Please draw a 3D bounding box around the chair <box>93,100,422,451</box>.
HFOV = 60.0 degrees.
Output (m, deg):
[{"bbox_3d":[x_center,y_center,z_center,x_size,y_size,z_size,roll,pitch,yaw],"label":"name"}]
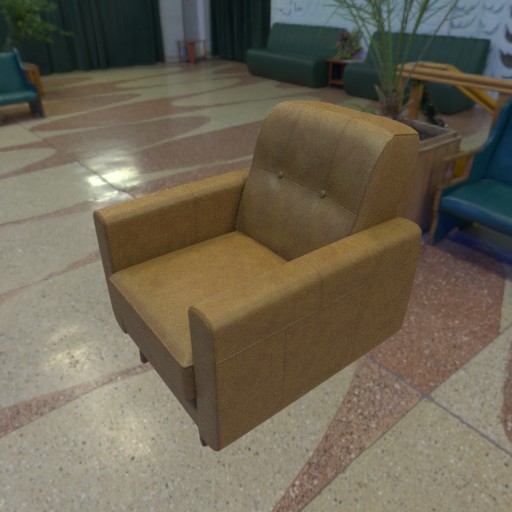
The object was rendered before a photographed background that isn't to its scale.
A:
[{"bbox_3d":[0.000,0.000,1.645,0.942,0.968,0.845,-21,37,-31],"label":"chair"}]
